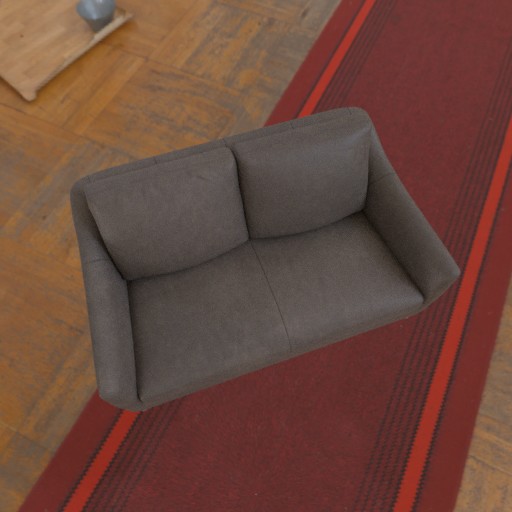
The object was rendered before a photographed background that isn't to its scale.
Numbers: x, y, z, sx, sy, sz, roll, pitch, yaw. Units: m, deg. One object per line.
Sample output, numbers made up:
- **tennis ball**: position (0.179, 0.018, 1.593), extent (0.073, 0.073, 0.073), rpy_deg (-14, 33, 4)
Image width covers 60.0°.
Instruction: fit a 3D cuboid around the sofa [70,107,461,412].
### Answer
- **sofa**: position (0.000, 0.000, 2.169), extent (1.619, 0.902, 0.960), rpy_deg (-17, 63, -9)
